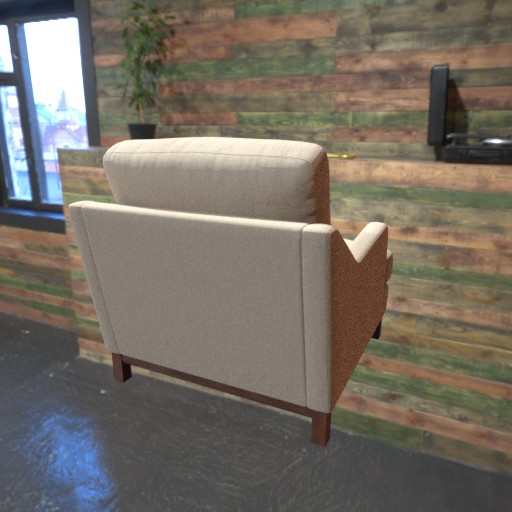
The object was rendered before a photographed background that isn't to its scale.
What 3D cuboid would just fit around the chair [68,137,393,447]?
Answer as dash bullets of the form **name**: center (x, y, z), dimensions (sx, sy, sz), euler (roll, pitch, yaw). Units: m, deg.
- **chair**: center (0.000, 0.000, 1.741), dimensions (0.912, 0.916, 1.001), euler (8, 18, 25)
